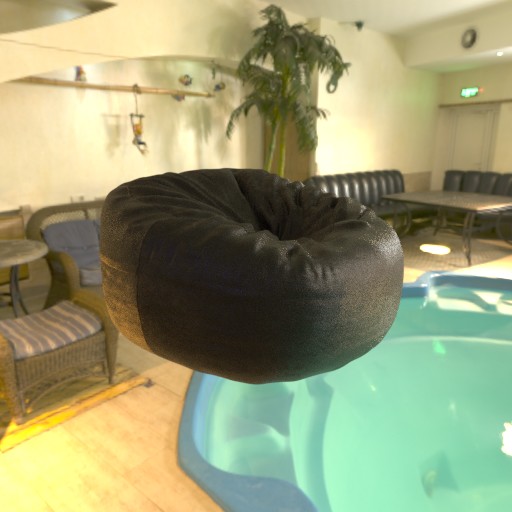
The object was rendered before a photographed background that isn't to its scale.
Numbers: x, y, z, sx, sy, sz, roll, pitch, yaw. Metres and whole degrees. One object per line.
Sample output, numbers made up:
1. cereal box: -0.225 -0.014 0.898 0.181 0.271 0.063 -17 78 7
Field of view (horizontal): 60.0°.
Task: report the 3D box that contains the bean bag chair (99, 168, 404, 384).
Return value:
1. bean bag chair: 0.000 0.000 2.408 1.524 0.878 1.524 -14 20 -41
